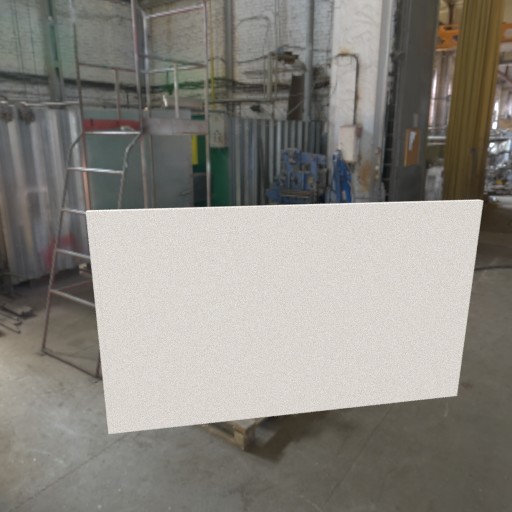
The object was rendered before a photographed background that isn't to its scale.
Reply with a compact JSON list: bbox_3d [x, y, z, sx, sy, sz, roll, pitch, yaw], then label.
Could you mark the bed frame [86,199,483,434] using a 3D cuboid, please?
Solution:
[{"bbox_3d":[0.000,0.000,2.985,1.711,1.001,2.100,-3,15,-10],"label":"bed frame"}]
